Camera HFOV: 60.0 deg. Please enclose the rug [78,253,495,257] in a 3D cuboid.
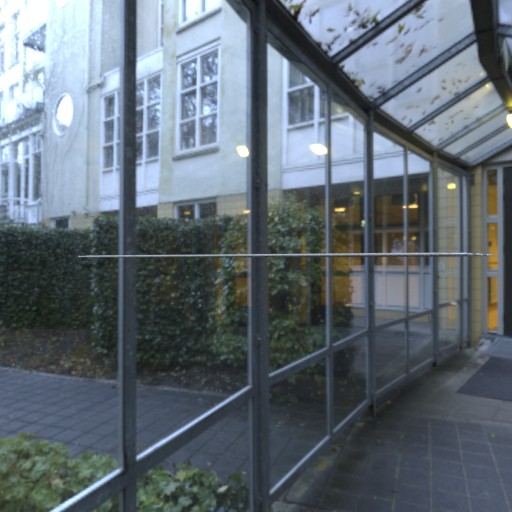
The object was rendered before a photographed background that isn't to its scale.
[{"bbox_3d":[0.000,0.000,2.642,2.449,0.011,0.774,0,-1,35],"label":"rug"}]
